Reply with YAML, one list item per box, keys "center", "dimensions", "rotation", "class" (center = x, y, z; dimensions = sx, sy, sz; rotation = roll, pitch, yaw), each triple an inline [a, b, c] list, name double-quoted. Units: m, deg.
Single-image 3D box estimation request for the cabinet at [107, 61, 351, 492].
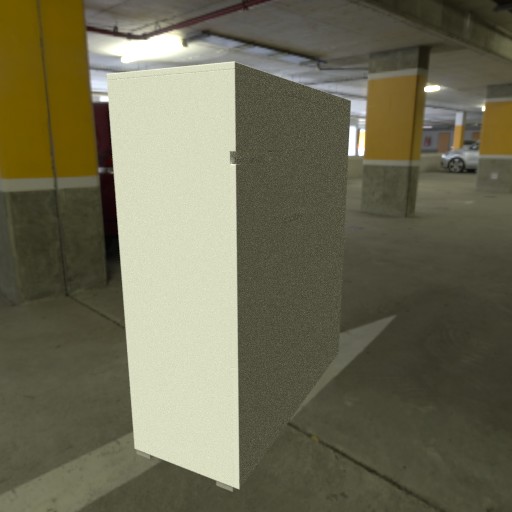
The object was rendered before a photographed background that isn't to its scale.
- center: [0.000, 0.000, 1.687]
  dimensions: [0.400, 1.190, 1.000]
  rotation: [7, 15, 26]
  class: "cabinet"
